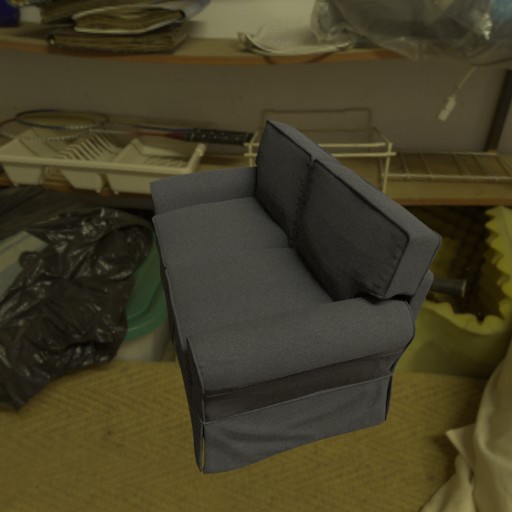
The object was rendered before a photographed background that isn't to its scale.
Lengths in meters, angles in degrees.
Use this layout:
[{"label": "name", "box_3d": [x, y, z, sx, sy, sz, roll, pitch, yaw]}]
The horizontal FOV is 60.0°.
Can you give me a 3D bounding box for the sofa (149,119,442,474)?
[{"label": "sofa", "box_3d": [0.000, 0.000, 2.381, 0.997, 1.059, 1.801, -9, 32, -14]}]
